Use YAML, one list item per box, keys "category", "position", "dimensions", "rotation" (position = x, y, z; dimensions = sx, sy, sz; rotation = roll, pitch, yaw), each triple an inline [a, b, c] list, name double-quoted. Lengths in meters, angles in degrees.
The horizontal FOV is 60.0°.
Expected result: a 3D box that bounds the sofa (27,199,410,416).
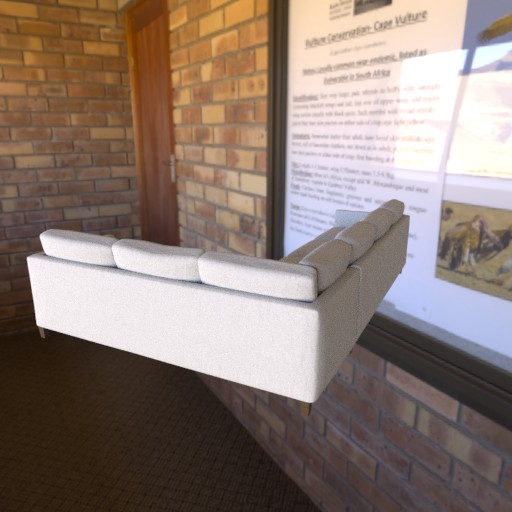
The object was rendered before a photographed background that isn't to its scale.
- category: "sofa"
  position: [0.000, 0.000, 4.487]
  dimensions: [2.522, 0.934, 3.333]
  rotation: [8, 18, 26]
